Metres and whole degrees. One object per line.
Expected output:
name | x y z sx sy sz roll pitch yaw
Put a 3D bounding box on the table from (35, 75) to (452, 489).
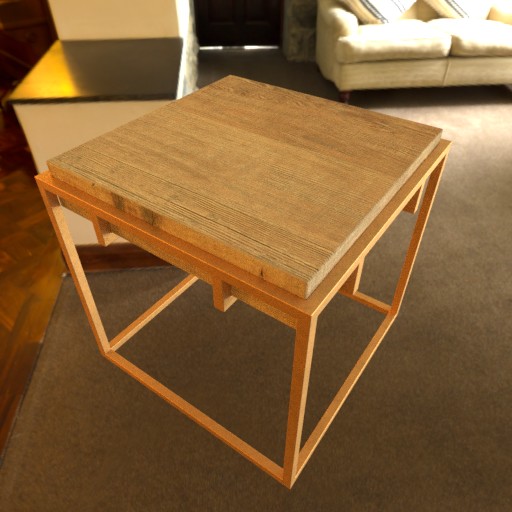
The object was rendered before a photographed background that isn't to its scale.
table | 0.000 0.000 1.061 0.599 0.584 0.599 25 47 26
